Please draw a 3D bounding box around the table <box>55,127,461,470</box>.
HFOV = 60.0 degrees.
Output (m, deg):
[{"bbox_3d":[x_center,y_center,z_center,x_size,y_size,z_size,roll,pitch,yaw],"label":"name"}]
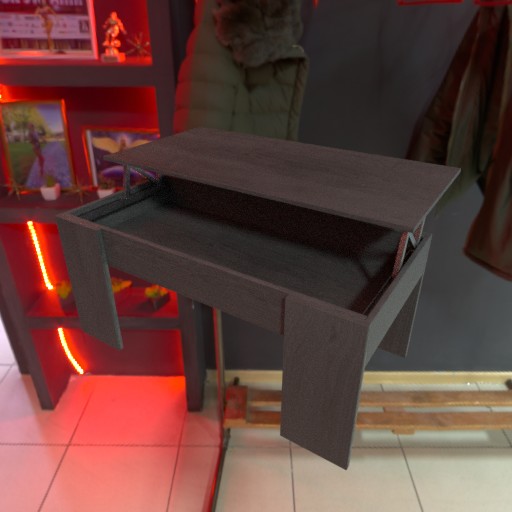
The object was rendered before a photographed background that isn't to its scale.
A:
[{"bbox_3d":[0.000,0.000,1.439,1.000,0.570,0.711,17,33,28],"label":"table"}]
